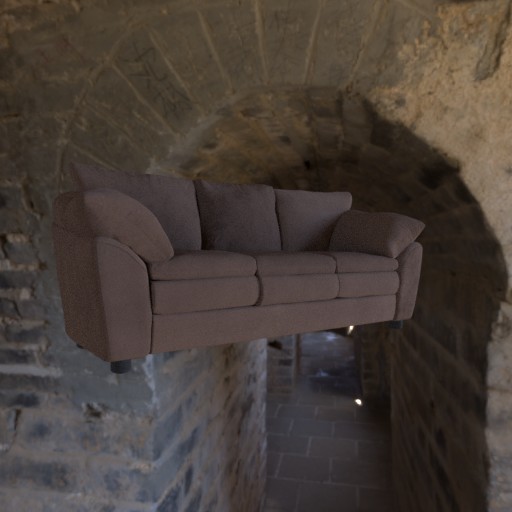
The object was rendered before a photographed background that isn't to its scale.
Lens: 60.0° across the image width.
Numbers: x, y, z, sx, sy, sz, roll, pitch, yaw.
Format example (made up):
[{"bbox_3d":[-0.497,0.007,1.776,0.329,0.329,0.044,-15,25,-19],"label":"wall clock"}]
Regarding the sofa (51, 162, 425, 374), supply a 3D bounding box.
[{"bbox_3d":[0.000,0.000,2.782,2.336,1.015,0.878,-1,1,-35],"label":"sofa"}]
